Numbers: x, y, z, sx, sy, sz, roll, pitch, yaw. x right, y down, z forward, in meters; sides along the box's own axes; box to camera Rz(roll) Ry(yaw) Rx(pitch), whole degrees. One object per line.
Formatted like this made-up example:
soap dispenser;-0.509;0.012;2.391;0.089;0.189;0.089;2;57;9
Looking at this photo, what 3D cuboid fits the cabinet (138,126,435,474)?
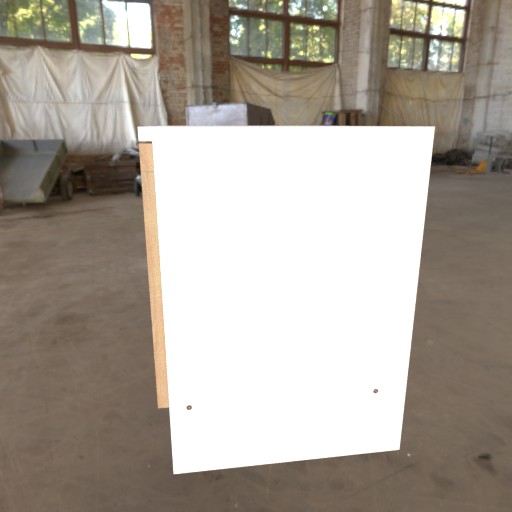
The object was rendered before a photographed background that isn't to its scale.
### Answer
cabinet;0.000;0.000;0.928;0.400;0.522;0.600;-2;17;-8
